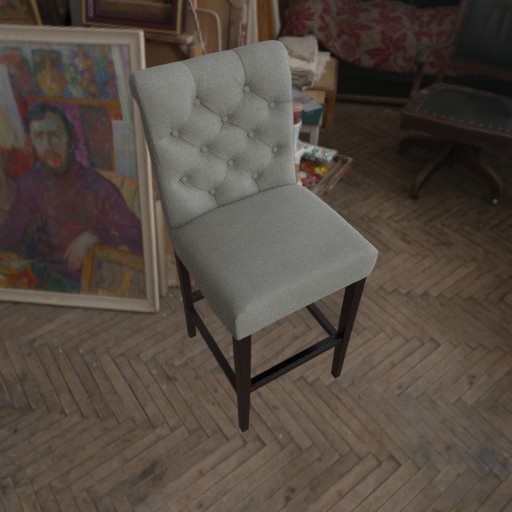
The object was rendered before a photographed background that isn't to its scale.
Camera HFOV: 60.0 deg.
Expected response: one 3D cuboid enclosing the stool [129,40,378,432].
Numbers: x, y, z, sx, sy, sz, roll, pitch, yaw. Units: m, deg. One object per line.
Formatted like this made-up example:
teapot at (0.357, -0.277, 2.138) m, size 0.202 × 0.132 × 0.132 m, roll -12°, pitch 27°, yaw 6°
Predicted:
stool at (0.000, 0.000, 1.474) m, size 0.493 × 1.140 × 0.601 m, roll -23°, pitch 51°, yaw -21°
